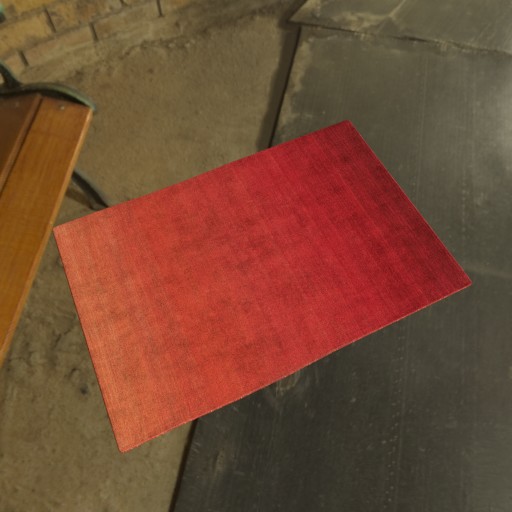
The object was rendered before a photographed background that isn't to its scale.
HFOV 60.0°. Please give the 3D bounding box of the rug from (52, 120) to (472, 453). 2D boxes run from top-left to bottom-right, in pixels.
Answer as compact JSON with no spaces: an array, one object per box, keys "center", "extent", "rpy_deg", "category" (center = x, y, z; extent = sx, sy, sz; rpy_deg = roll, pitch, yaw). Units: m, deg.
[{"center":[0.000,0.000,2.293],"extent":[1.835,0.018,1.230],"rpy_deg":[-23,65,-11],"category":"rug"}]
